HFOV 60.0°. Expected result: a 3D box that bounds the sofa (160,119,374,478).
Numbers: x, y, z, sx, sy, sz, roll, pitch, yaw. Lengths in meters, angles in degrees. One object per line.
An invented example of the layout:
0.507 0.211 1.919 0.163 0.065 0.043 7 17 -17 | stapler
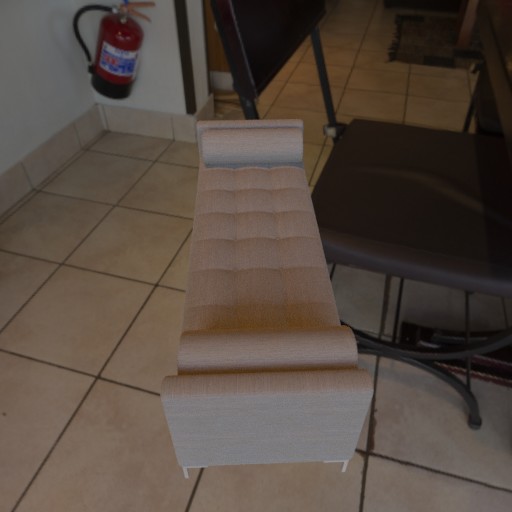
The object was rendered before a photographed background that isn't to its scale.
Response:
0.000 0.000 2.327 0.686 0.635 1.981 -2 42 -2 | sofa
